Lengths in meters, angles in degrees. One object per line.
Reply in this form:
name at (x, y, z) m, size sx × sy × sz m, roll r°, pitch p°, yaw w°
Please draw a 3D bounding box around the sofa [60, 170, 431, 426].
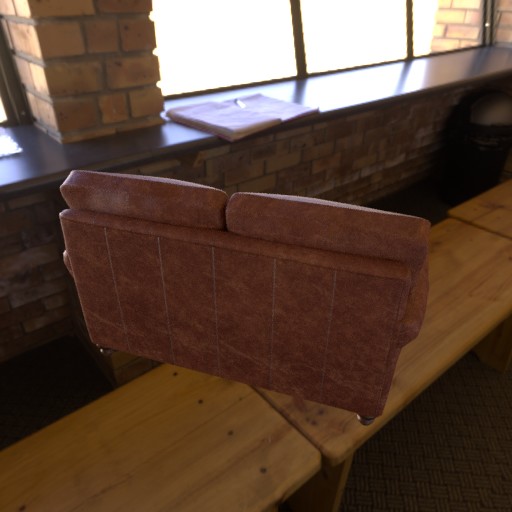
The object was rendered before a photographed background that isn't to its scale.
sofa at (0.000, 0.000, 2.225) m, size 1.616 × 0.967 × 0.990 m, roll 10°, pitch 33°, yaw 16°
